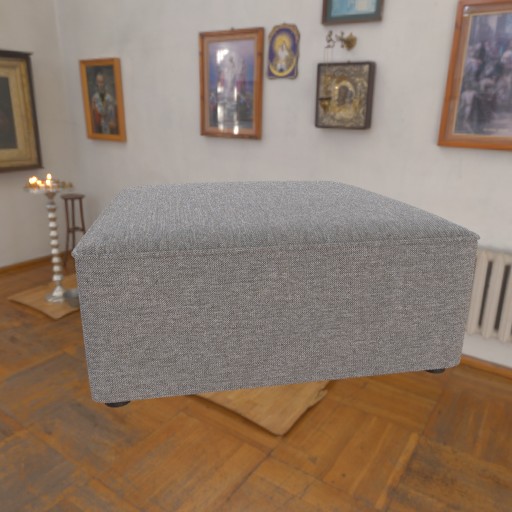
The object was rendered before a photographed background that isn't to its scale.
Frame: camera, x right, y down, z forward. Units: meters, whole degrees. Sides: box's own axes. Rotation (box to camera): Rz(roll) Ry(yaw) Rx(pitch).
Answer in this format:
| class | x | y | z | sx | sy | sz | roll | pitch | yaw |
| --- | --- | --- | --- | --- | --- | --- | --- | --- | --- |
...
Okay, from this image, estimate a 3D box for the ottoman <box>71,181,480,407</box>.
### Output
| class | x | y | z | sx | sy | sz | roll | pitch | yaw |
| --- | --- | --- | --- | --- | --- | --- | --- | --- | --- |
| ottoman | 0.000 | 0.000 | 1.548 | 1.005 | 0.455 | 1.005 | -3 | 17 | -10 |
